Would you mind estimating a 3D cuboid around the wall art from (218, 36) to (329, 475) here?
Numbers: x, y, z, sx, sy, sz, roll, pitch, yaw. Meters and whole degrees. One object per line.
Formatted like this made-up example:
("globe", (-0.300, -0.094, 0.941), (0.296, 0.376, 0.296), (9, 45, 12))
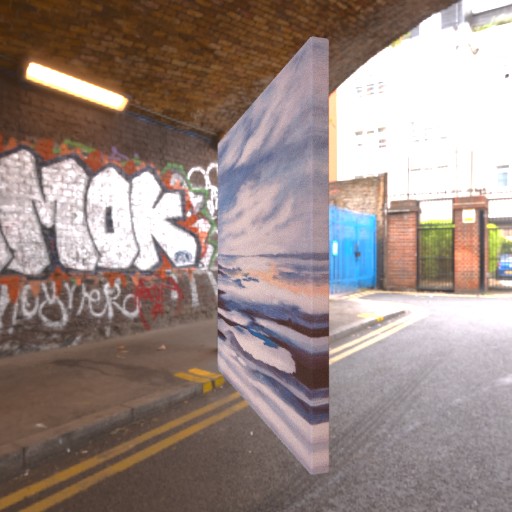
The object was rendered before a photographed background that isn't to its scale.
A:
("wall art", (0.000, 0.000, 1.113), (0.035, 0.747, 0.747), (0, 0, -17))
